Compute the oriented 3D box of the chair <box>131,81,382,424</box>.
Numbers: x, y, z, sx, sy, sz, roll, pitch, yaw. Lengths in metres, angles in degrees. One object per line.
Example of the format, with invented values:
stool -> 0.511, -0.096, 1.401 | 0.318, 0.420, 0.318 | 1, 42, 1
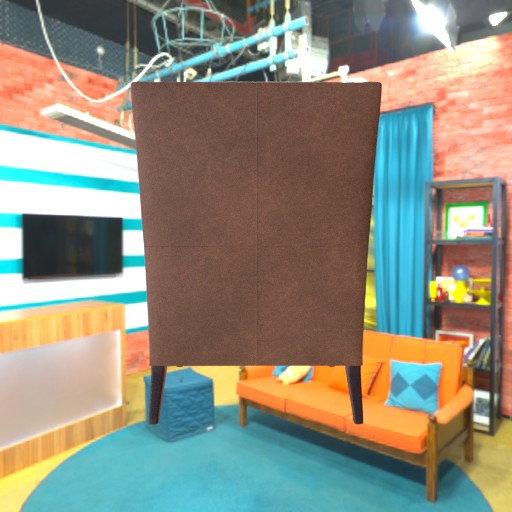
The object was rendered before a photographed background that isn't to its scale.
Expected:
chair -> 0.000, 0.000, 1.703 | 0.815, 1.088, 0.913 | 0, 2, 0
